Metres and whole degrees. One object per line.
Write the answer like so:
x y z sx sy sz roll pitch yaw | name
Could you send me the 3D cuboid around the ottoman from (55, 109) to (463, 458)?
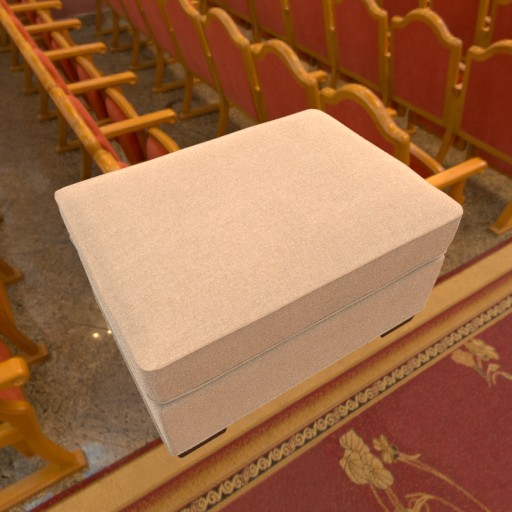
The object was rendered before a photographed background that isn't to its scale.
0.000 0.000 1.235 0.846 0.503 0.617 -24 50 -22 | ottoman
